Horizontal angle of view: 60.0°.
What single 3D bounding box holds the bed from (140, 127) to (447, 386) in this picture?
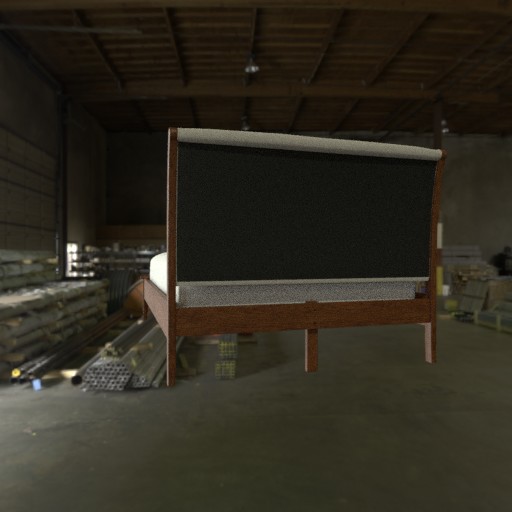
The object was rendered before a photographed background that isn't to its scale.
[{"bbox_3d":[0.000,0.000,3.402,1.612,1.250,2.380,0,0,-17],"label":"bed"}]
